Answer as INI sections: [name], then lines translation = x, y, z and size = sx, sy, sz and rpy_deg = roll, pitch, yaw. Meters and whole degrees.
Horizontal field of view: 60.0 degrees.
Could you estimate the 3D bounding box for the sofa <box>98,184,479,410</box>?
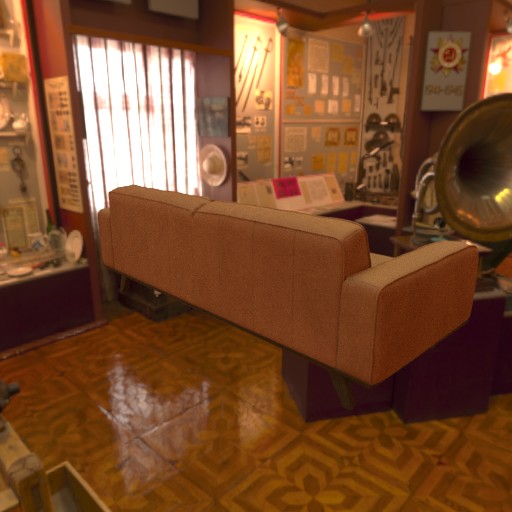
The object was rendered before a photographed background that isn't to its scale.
[sofa]
translation = 0.000, 0.000, 2.701
size = 0.953, 0.780, 2.270
rpy_deg = -15, 22, -42
